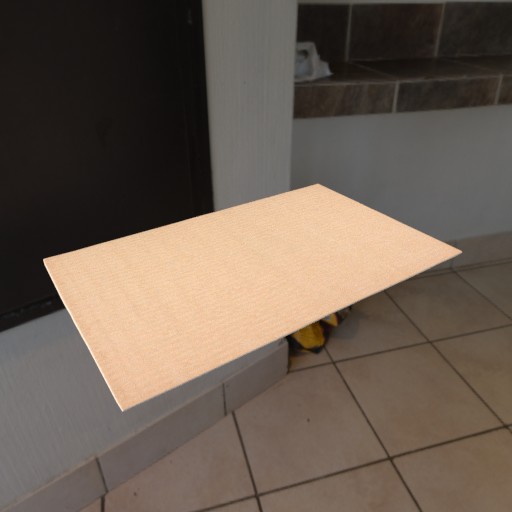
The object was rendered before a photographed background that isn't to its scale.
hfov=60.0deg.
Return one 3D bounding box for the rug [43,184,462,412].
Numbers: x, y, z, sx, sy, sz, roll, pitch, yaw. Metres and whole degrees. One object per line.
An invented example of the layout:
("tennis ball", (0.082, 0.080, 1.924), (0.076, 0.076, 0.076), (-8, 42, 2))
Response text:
("rug", (0.000, 0.000, 3.022), (2.441, 0.014, 1.531), (-19, 36, -29))
